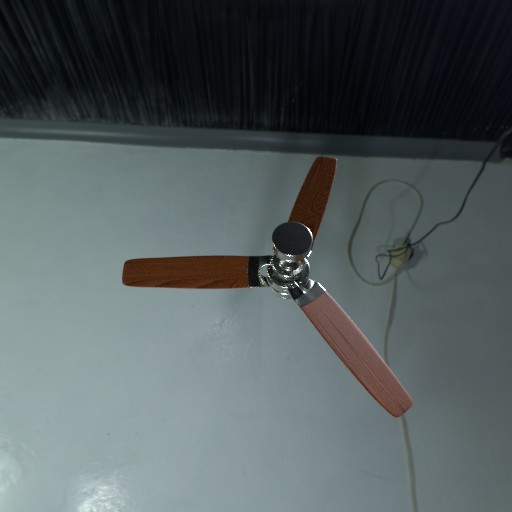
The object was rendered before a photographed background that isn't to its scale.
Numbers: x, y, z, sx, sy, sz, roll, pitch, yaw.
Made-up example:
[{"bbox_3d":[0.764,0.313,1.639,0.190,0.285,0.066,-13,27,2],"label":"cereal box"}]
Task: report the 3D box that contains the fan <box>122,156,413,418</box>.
[{"bbox_3d":[0.000,0.000,2.060,1.271,0.410,1.416,0,59,0],"label":"fan"}]
